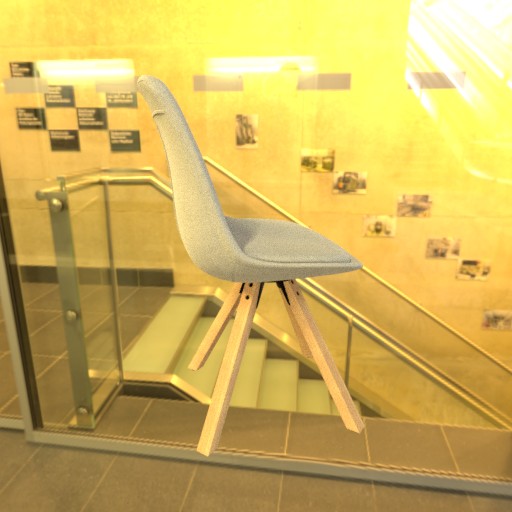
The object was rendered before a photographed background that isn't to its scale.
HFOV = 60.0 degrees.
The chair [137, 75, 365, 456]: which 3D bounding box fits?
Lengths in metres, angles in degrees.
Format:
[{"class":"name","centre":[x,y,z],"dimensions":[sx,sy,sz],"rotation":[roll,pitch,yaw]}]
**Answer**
[{"class":"chair","centre":[0.000,0.000,1.176],"dimensions":[0.549,0.863,0.474],"rotation":[-3,17,-11]}]
